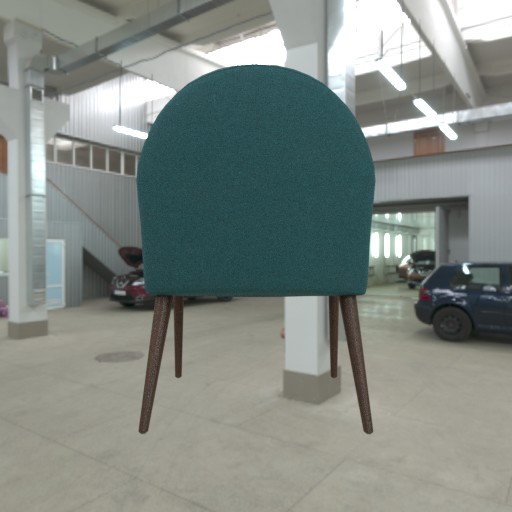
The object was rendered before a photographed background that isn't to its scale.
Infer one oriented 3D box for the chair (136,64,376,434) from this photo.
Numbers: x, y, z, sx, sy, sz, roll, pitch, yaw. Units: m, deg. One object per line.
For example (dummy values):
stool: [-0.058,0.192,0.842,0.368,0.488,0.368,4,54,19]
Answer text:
chair: [0.000,0.000,1.358,0.656,0.907,0.652,0,0,0]
